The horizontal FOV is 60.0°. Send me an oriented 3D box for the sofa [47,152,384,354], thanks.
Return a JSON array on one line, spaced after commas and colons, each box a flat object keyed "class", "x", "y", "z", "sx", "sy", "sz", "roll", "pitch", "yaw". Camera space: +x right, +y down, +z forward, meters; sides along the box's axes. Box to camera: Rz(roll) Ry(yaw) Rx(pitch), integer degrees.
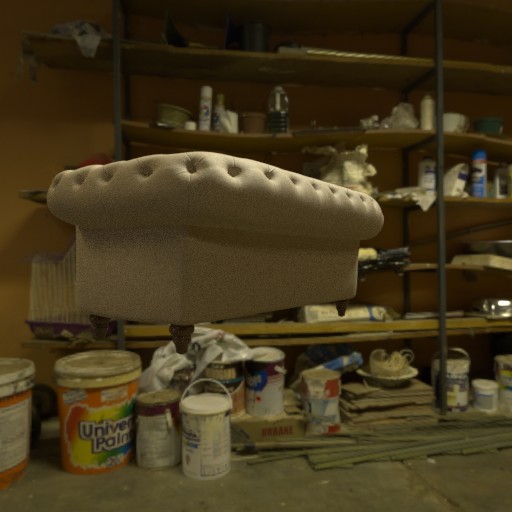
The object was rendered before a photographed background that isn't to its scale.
[{"class": "sofa", "x": 0.000, "y": 0.000, "z": 2.571, "sx": 1.069, "sy": 0.835, "sz": 1.988, "roll": 0, "pitch": -1, "yaw": 37}]
